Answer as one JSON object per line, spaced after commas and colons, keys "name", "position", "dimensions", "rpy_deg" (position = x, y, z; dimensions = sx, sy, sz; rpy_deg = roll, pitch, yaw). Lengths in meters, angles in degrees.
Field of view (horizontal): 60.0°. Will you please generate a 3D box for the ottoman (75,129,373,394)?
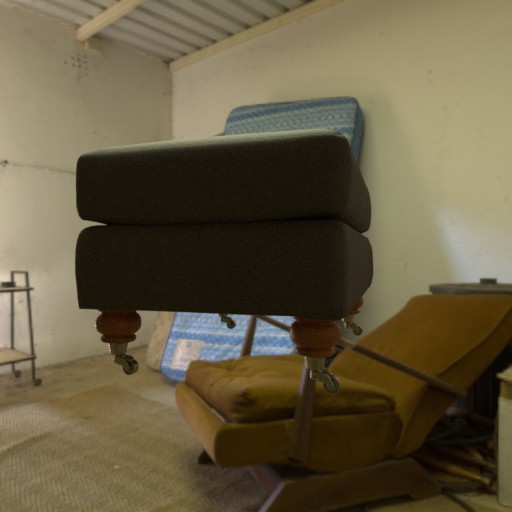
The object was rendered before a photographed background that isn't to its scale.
{"name": "ottoman", "position": [0.000, 0.000, 1.175], "dimensions": [0.574, 0.497, 0.773], "rpy_deg": [0, 0, 17]}
